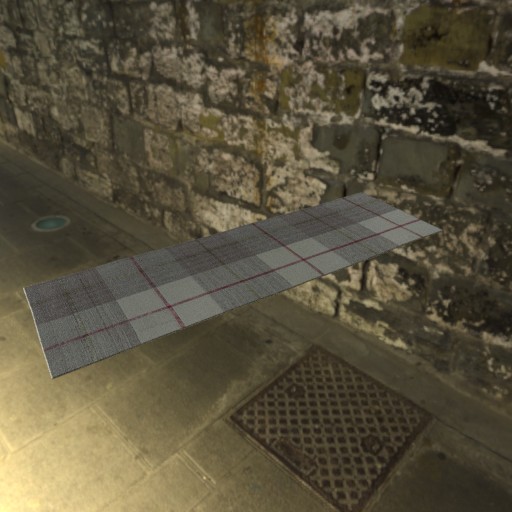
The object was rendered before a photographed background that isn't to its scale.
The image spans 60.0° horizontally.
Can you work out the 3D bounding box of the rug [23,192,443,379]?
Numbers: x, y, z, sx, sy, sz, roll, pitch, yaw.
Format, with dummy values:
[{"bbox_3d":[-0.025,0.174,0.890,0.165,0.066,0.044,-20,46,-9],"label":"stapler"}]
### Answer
[{"bbox_3d":[0.000,0.000,2.633,2.439,0.013,0.762,-18,35,-27],"label":"rug"}]
